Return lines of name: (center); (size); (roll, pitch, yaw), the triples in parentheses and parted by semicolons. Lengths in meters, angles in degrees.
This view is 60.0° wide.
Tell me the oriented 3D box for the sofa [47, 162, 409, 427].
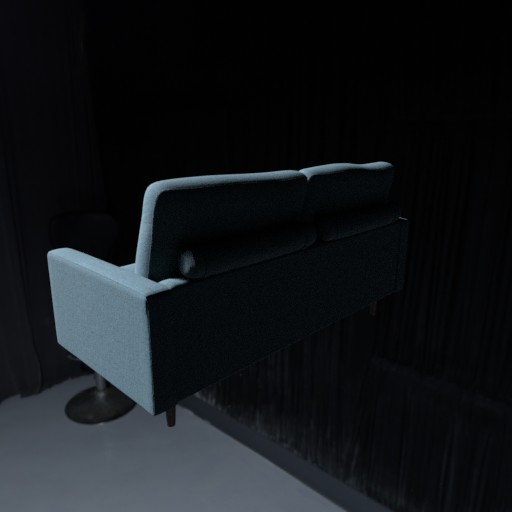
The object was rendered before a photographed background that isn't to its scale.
sofa: (0.000, 0.000, 2.574); (0.966, 1.050, 2.010); (15, 21, 42)
